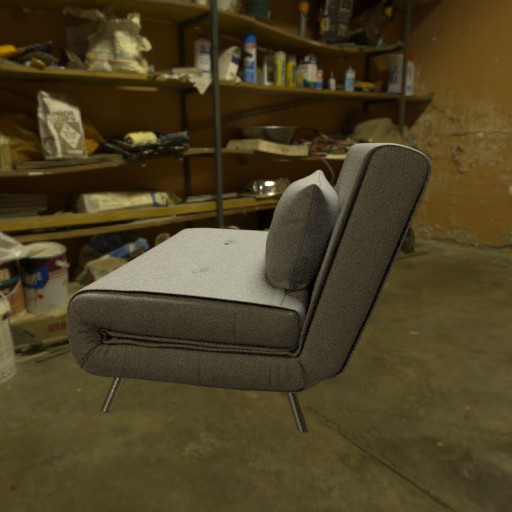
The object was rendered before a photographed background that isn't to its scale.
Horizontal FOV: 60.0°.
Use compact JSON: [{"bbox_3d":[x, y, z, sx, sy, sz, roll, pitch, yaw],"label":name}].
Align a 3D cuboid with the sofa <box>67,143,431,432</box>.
[{"bbox_3d":[0.000,0.000,1.675,1.000,0.825,1.020,2,14,9],"label":"sofa"}]
